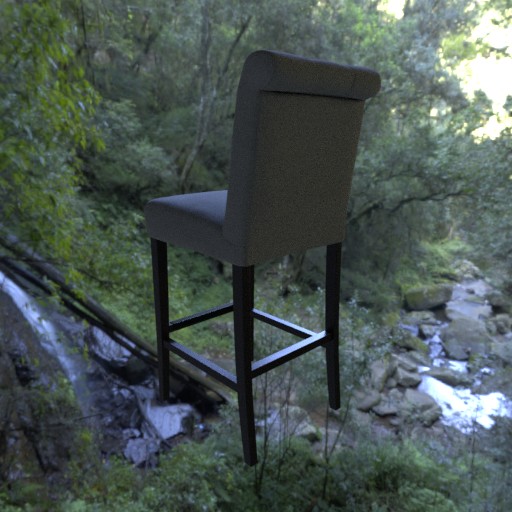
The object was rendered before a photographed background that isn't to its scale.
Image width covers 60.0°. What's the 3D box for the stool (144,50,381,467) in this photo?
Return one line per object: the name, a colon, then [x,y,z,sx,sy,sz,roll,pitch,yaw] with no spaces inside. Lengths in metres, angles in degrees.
stool: [0.000,0.000,1.460,0.493,1.140,0.601,-14,20,-41]
